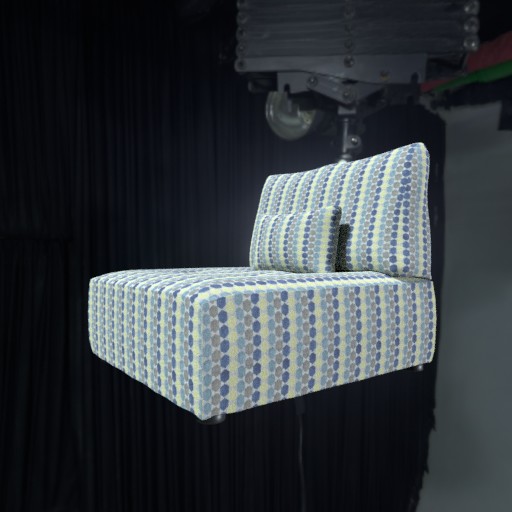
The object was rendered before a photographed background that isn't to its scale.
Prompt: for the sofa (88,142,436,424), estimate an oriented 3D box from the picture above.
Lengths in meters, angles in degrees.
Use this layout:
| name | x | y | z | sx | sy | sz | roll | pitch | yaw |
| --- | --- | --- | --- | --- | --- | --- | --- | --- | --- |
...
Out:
| name | x | y | z | sx | sy | sz | roll | pitch | yaw |
| --- | --- | --- | --- | --- | --- | --- | --- | --- | --- |
| sofa | 0.000 | 0.000 | 1.711 | 1.000 | 0.830 | 0.930 | 0 | 1 | -36 |
